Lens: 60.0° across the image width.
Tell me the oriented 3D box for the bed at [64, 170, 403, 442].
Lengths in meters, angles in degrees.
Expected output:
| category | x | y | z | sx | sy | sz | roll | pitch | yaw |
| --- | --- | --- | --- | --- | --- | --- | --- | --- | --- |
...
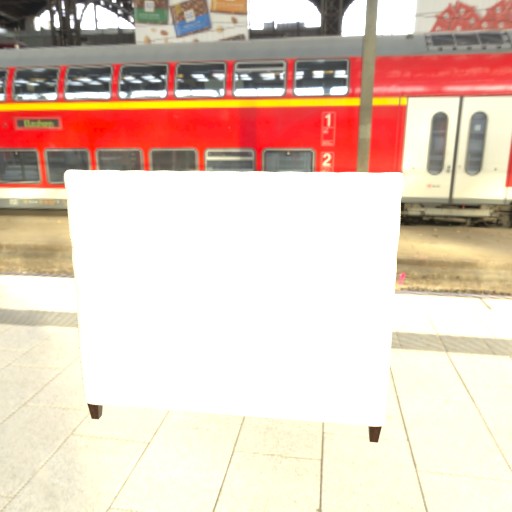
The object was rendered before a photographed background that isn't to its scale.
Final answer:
| category | x | y | z | sx | sy | sz | roll | pitch | yaw |
| --- | --- | --- | --- | --- | --- | --- | --- | --- | --- |
| bed | 0.000 | 0.000 | 3.428 | 1.698 | 1.427 | 2.387 | 2 | 14 | 7 |
